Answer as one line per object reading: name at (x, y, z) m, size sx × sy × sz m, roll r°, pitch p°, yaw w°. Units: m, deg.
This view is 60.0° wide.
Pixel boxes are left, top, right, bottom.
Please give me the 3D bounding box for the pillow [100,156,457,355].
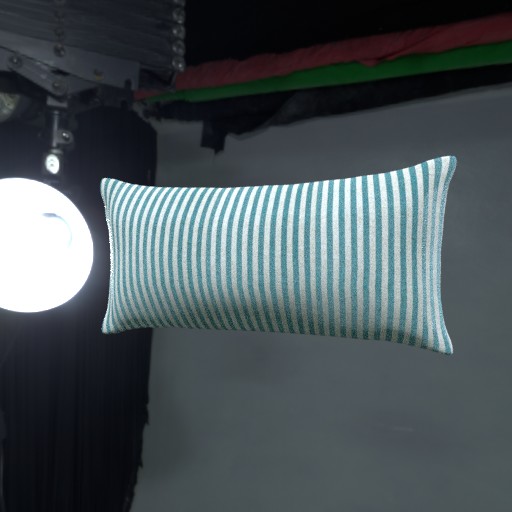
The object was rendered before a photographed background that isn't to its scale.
pillow at (0.000, 0.000, 0.744) m, size 0.617 × 0.295 × 0.151 m, roll 0°, pitch 0°, yaw 18°
